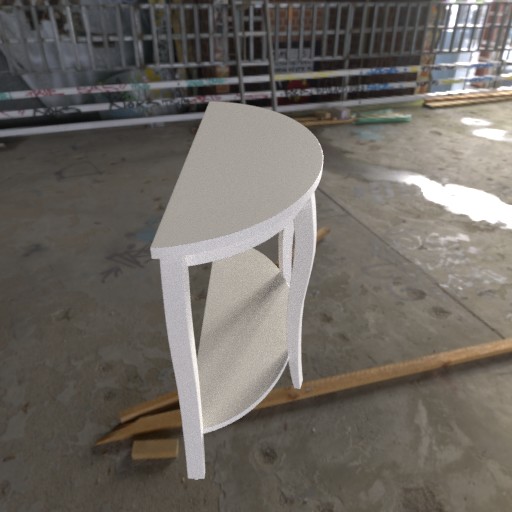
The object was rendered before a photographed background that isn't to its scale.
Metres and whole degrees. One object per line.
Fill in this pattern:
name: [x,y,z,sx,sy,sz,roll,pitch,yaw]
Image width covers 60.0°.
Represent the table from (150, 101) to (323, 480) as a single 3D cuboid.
table: [0.000,0.000,1.548,0.394,0.780,1.219,0,31,0]
